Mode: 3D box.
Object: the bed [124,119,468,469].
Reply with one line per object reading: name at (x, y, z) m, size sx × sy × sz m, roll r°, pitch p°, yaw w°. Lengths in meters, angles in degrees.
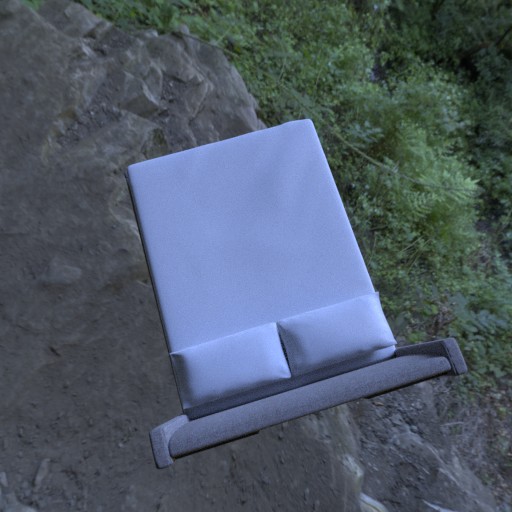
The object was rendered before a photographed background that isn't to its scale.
bed at (0.000, 0.000, 3.277) m, size 1.714 × 1.476 × 2.245 m, roll -16°, pitch 76°, yaw -4°
